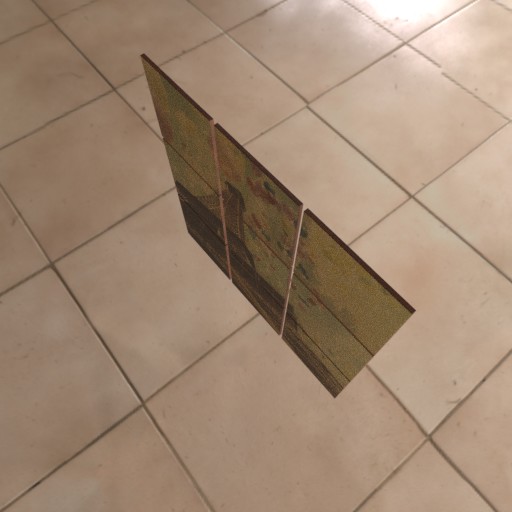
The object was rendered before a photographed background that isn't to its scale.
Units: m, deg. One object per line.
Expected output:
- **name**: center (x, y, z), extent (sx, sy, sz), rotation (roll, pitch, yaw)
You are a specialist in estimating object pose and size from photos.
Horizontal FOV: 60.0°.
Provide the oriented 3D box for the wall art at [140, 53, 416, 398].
- **wall art**: center (0.000, 0.000, 1.900), extent (0.017, 1.246, 1.256), rotation (-37, 68, -17)
